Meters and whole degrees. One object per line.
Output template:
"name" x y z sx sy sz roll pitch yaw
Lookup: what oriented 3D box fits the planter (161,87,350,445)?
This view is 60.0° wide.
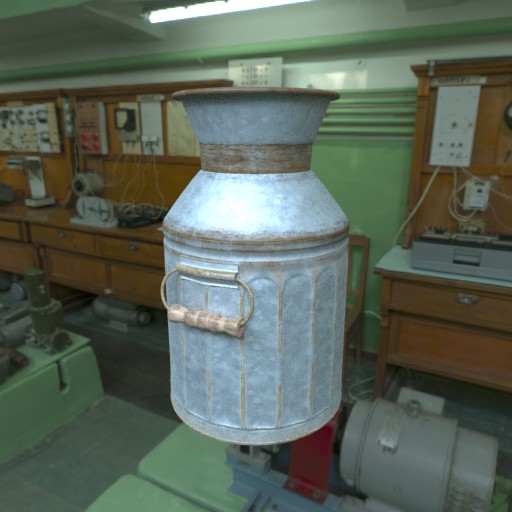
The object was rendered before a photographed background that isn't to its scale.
"planter" 0.000 0.000 0.520 0.215 0.358 0.248 8 18 26
